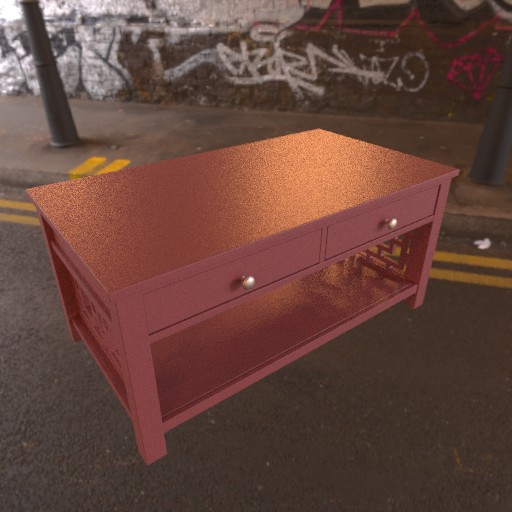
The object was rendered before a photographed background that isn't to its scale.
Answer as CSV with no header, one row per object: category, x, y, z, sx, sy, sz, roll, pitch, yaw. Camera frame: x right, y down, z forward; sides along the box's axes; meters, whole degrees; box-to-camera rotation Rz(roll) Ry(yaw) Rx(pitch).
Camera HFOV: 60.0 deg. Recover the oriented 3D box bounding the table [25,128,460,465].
table,0.000,0.000,1.360,1.068,0.493,0.612,-21,36,-31
